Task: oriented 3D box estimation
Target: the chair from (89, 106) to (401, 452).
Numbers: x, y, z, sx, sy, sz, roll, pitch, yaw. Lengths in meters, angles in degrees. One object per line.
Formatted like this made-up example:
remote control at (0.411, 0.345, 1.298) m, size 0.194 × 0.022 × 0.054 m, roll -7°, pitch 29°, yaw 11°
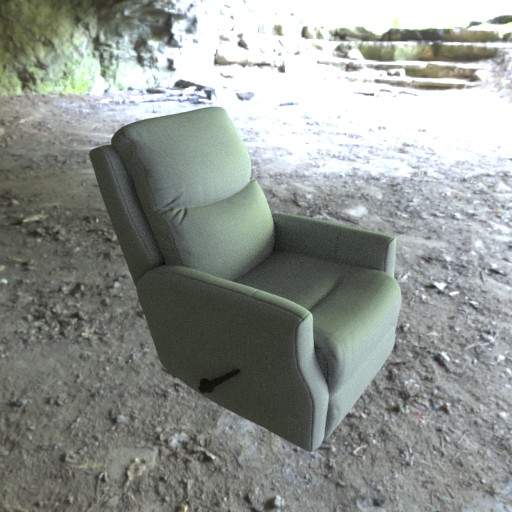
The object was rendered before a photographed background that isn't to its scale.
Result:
chair at (0.000, 0.000, 1.785) m, size 1.080 × 1.030 × 0.829 m, roll 19°, pitch 33°, yaw 32°
